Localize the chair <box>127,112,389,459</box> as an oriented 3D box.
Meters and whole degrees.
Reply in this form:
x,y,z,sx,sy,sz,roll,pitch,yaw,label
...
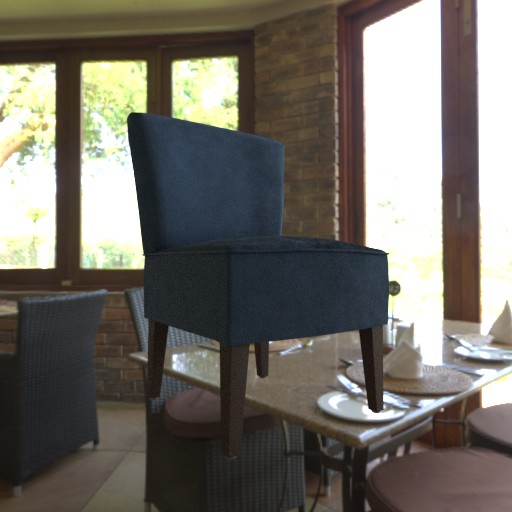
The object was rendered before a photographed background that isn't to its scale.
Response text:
x,y,z,sx,sy,sz,roll,pitch,yaw,label
0.000,0.000,1.184,0.521,0.806,0.551,0,-1,-37,chair
